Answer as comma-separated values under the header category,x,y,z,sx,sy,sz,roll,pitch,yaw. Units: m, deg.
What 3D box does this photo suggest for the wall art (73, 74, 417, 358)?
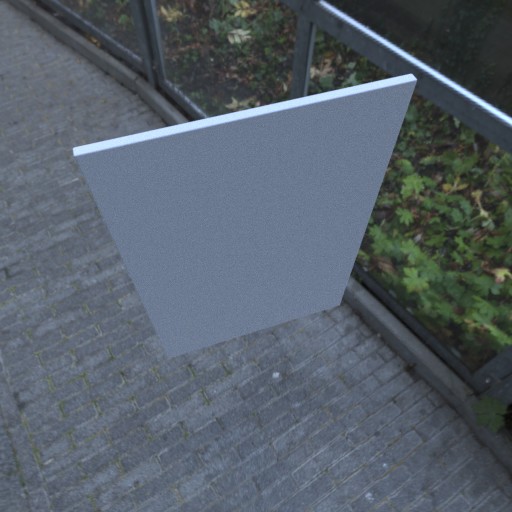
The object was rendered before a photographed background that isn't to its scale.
category,x,y,z,sx,sy,sz,roll,pitch,yaw
wall art,0.000,0.000,0.607,0.329,0.482,0.011,-16,58,-10
